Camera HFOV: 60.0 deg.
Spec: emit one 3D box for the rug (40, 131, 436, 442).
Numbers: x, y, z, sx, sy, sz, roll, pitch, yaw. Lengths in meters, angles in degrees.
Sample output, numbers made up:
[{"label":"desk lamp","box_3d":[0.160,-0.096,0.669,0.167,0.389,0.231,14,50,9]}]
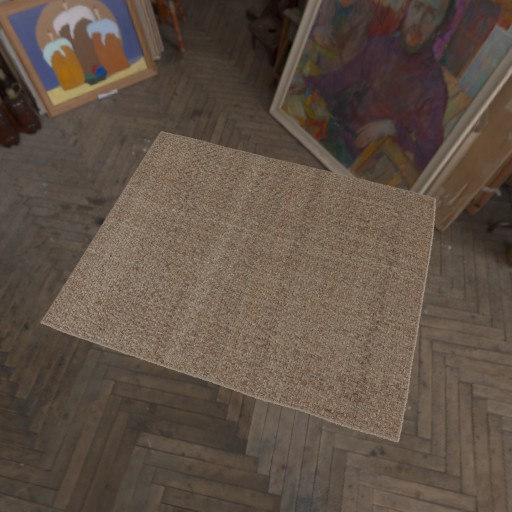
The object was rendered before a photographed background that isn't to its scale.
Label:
[{"label":"rug","box_3d":[0.000,0.000,4.083,3.048,0.013,2.439,16,60,9]}]
